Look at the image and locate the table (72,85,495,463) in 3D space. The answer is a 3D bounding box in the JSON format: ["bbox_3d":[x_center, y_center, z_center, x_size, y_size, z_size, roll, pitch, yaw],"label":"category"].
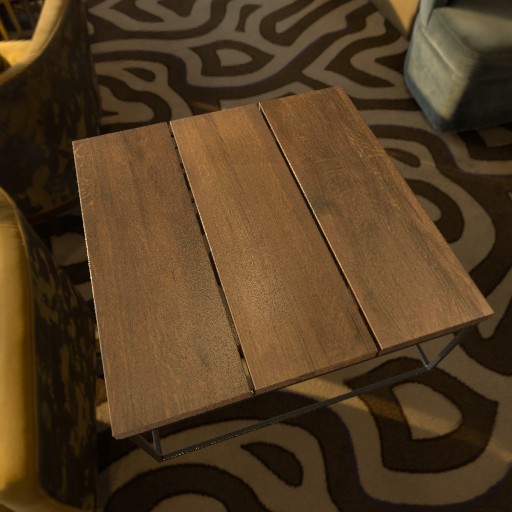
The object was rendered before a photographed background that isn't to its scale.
[{"bbox_3d":[0.000,0.000,1.375,0.900,0.400,0.900,-15,58,-10],"label":"table"}]
